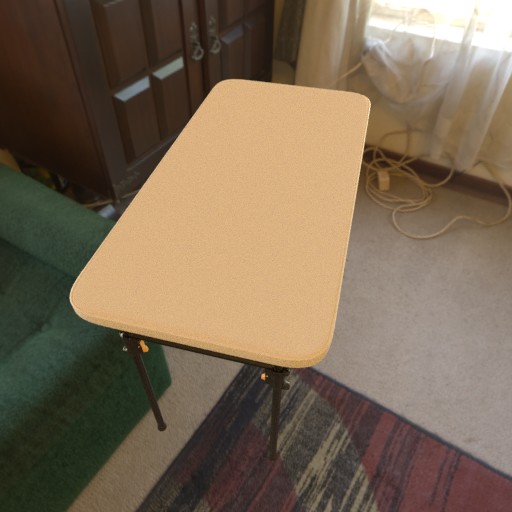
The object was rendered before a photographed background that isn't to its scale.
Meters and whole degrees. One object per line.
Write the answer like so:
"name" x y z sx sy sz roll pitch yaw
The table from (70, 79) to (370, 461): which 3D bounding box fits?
"table" 0.000 0.000 1.606 0.610 0.729 1.219 10 47 10
